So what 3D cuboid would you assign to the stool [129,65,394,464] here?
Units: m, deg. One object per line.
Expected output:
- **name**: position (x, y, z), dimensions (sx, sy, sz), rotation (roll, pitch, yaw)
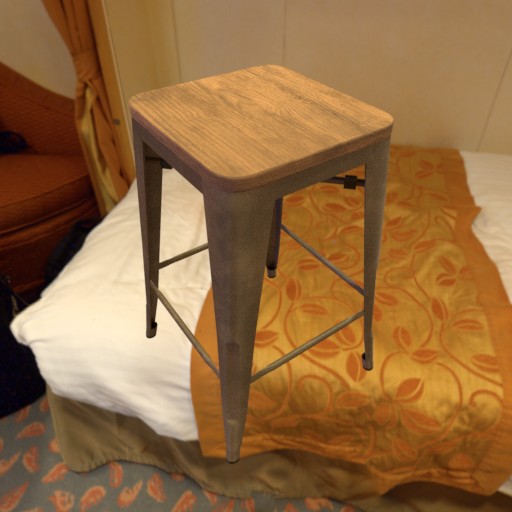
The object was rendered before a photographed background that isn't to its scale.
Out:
- **stool**: position (0.000, 0.000, 0.888), dimensions (0.407, 0.607, 0.407), rotation (-25, 46, -26)
